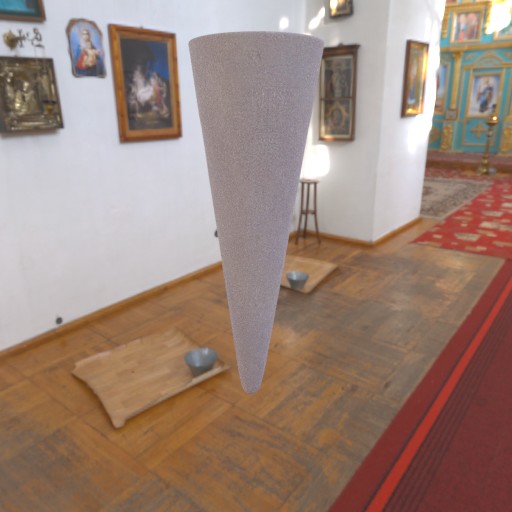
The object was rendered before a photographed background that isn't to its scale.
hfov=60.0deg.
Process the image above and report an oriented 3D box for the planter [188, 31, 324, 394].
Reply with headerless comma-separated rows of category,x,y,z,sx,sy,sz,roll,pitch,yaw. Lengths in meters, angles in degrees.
planter,0.000,0.000,0.297,0.078,0.259,0.087,-2,18,-7
